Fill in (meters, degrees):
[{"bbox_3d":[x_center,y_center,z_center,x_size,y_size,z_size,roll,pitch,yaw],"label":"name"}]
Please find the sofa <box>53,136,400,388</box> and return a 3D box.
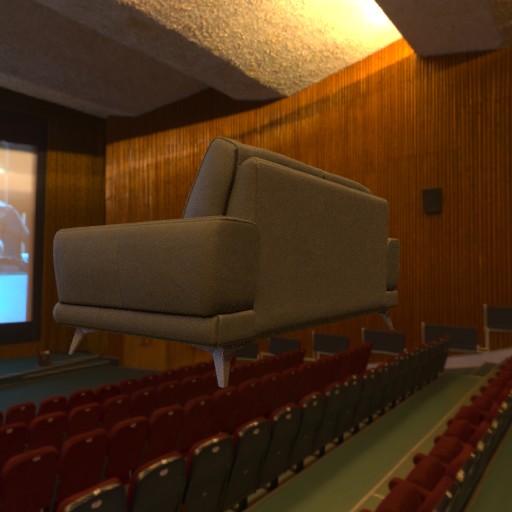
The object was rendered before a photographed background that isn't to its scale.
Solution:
[{"bbox_3d":[0.000,0.000,2.409,1.018,0.907,1.806,-1,-1,36],"label":"sofa"}]
